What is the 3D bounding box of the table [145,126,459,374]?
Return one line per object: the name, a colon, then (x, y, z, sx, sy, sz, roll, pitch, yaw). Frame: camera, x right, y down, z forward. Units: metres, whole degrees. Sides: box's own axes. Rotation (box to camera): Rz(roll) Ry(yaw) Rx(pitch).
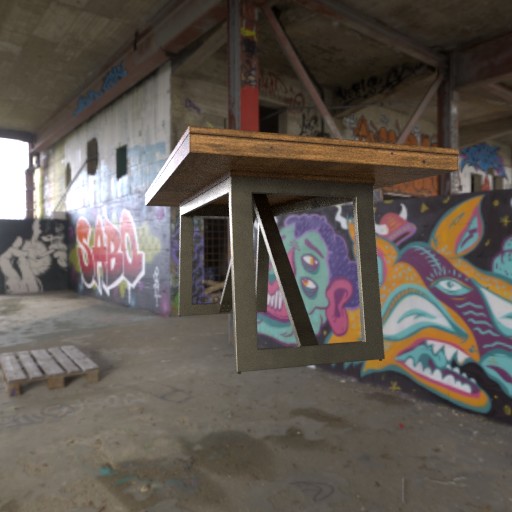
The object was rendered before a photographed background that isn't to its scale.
table: (0.000, 0.000, 2.167, 0.931, 0.757, 1.641, 0, 1, -18)
